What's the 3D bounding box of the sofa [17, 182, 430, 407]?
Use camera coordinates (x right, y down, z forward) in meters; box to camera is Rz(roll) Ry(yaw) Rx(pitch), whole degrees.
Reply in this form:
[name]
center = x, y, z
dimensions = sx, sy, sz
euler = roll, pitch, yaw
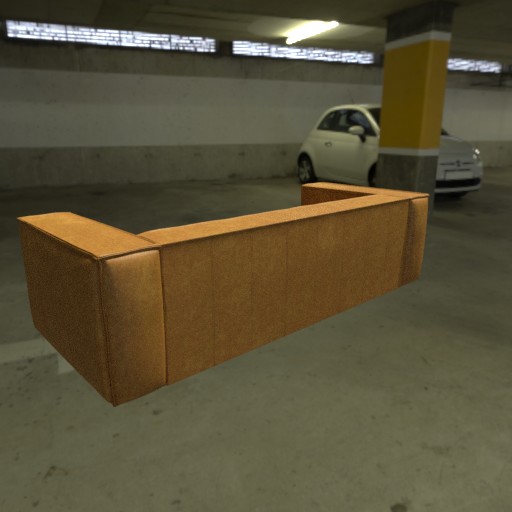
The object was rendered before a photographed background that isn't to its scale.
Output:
[sofa]
center = 0.000, 0.000, 2.917
dimensions = 2.581, 0.701, 1.102
euler = -14, 21, -40
